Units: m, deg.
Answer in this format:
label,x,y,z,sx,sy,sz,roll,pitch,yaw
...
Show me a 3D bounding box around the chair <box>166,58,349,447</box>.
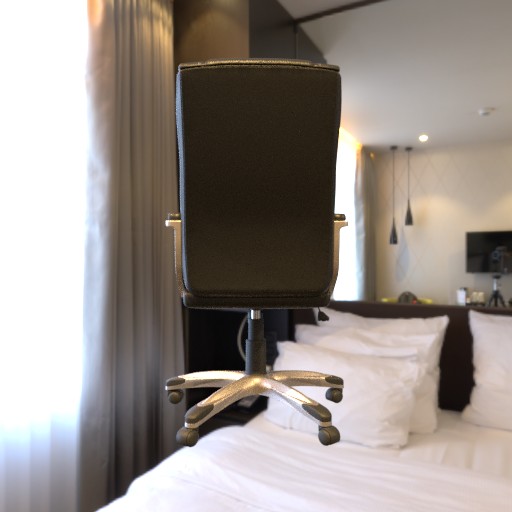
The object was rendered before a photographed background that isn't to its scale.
label,x,y,z,sx,sy,sz,roll,pitch,yaw
chair,0.000,0.000,1.640,0.700,1.145,0.780,0,0,-2
